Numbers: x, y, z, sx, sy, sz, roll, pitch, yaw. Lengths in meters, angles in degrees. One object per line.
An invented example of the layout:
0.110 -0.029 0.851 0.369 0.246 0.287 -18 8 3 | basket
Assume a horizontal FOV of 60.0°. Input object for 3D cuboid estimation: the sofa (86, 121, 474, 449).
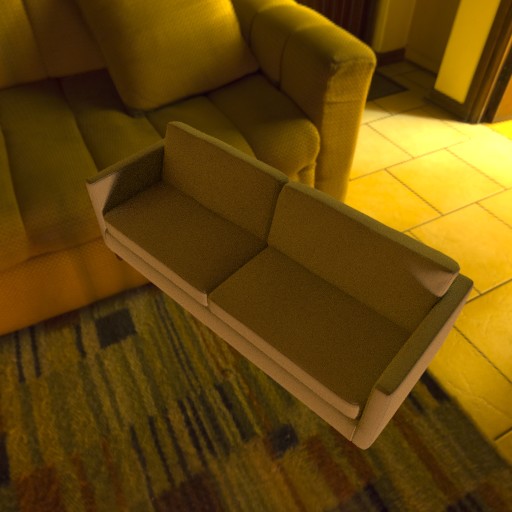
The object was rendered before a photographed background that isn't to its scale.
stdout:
0.000 0.000 2.945 2.434 0.965 0.948 33 54 28 | sofa
